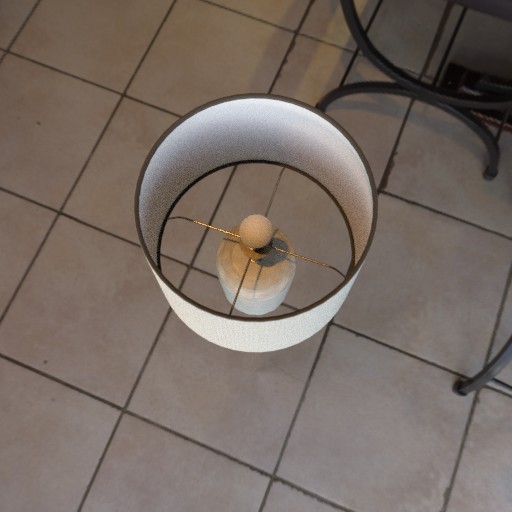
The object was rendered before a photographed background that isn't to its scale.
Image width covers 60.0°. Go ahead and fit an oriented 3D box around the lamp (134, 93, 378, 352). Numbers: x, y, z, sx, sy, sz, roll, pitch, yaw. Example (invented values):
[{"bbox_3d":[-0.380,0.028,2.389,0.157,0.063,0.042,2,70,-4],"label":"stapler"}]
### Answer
[{"bbox_3d":[0.000,0.000,0.876,0.376,0.594,0.376,0,75,0],"label":"lamp"}]
